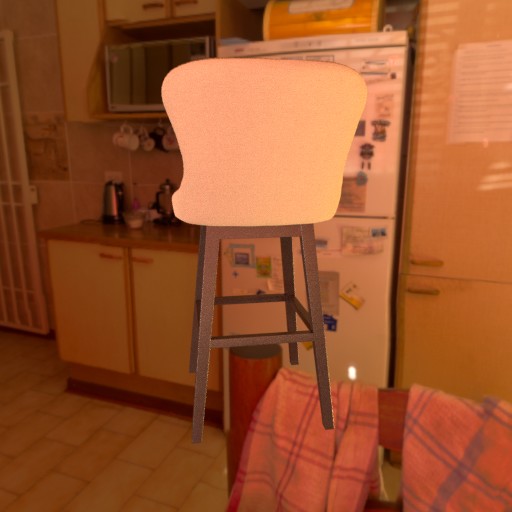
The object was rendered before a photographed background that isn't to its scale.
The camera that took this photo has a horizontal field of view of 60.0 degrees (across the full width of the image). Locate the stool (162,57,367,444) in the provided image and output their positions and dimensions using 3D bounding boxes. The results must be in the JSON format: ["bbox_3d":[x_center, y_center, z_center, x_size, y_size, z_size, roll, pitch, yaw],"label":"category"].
[{"bbox_3d":[0.000,0.000,1.409,0.528,1.066,0.605,-2,14,-9],"label":"stool"}]
